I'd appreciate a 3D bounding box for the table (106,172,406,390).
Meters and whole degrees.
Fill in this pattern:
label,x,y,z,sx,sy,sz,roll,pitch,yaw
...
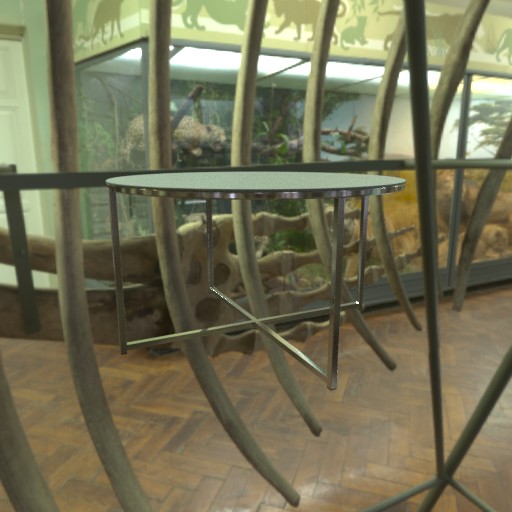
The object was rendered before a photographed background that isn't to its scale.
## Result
label,x,y,z,sx,sy,sz,roll,pitch,yaw
table,0.000,0.000,1.292,0.800,0.450,0.800,0,13,0
